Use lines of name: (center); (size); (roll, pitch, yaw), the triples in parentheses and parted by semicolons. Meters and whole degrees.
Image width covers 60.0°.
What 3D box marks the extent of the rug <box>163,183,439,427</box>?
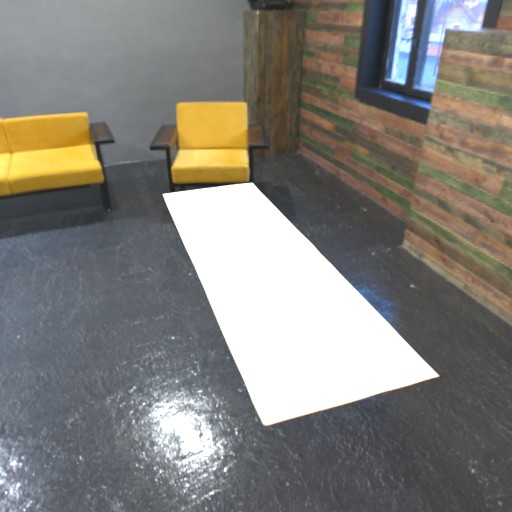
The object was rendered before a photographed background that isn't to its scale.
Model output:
rug: (0.000, 0.000, 2.756); (0.793, 0.014, 2.450); (-10, 31, -17)
